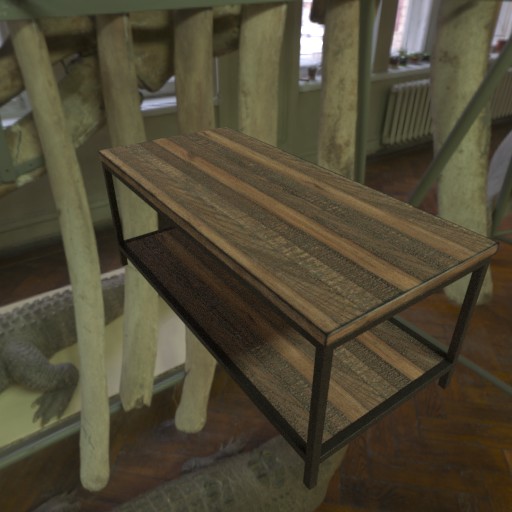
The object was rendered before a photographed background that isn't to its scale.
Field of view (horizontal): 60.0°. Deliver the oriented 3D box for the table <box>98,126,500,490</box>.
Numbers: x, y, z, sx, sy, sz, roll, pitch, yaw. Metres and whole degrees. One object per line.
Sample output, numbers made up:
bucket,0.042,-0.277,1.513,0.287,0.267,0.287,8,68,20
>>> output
table,0.000,0.000,1.192,0.452,0.399,0.990,-20,37,-29
